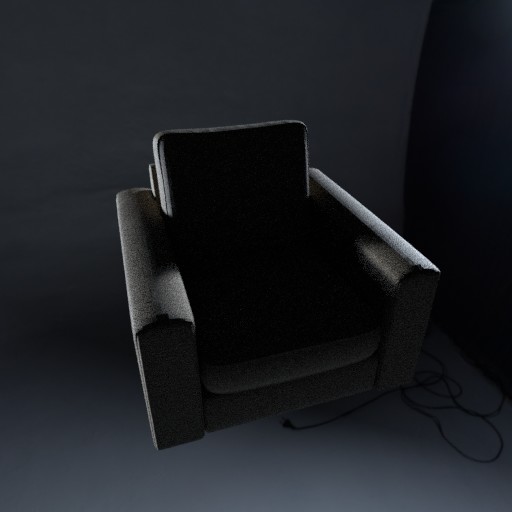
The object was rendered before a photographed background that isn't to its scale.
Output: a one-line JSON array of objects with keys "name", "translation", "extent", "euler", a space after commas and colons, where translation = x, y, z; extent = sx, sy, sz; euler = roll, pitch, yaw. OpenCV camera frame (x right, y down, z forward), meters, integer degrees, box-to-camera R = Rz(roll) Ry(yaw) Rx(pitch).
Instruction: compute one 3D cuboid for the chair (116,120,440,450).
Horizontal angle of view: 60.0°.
[{"name": "chair", "translation": [0.000, 0.000, 1.773], "extent": [1.005, 0.873, 1.016], "euler": [-10, 33, -15]}]
